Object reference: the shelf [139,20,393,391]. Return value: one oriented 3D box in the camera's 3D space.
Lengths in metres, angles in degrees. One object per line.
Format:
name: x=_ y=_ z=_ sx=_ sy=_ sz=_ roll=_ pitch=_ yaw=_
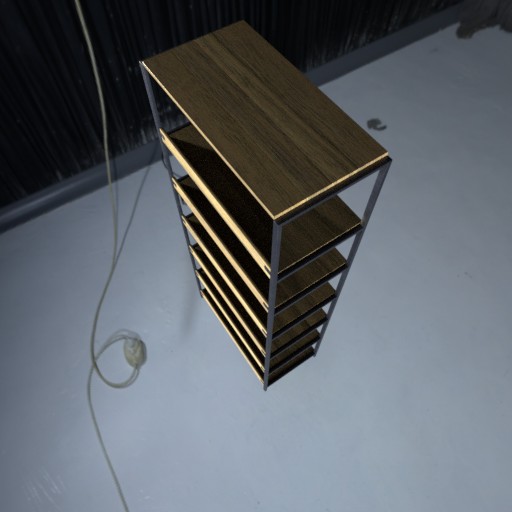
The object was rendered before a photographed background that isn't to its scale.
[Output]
shelf: x=0.000 y=0.000 z=2.323 sx=0.431 sy=2.015 sz=0.847 roll=-31 pitch=65 yaw=-16
